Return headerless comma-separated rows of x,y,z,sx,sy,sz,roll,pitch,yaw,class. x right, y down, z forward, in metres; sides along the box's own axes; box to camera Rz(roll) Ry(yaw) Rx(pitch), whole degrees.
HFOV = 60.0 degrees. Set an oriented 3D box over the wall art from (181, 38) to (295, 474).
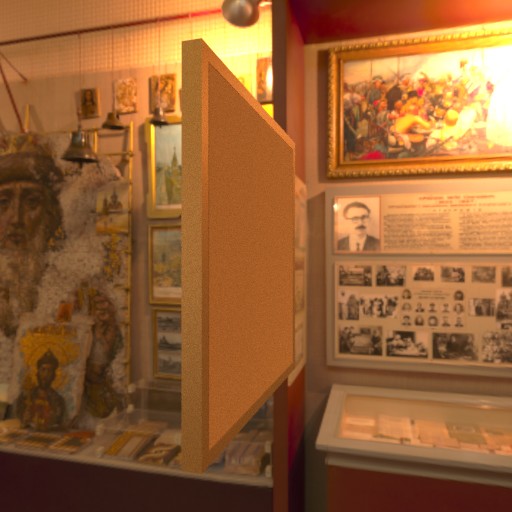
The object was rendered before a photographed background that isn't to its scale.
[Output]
0.000,0.000,2.891,0.099,1.926,1.926,0,0,17,wall art
